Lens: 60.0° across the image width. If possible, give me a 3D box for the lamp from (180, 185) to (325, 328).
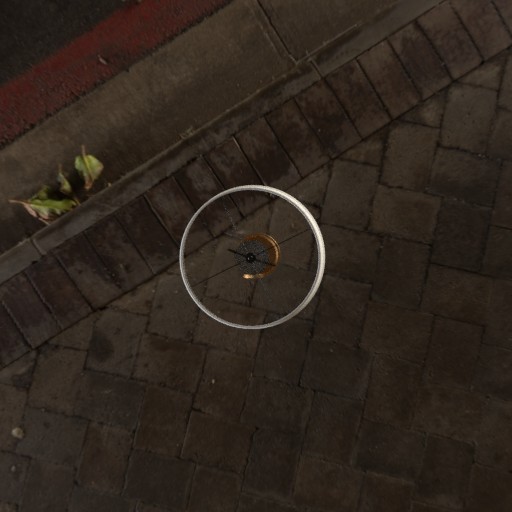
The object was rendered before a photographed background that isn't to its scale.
[{"bbox_3d":[0.000,0.000,0.783,0.178,0.710,0.178,0,90,1],"label":"lamp"}]
